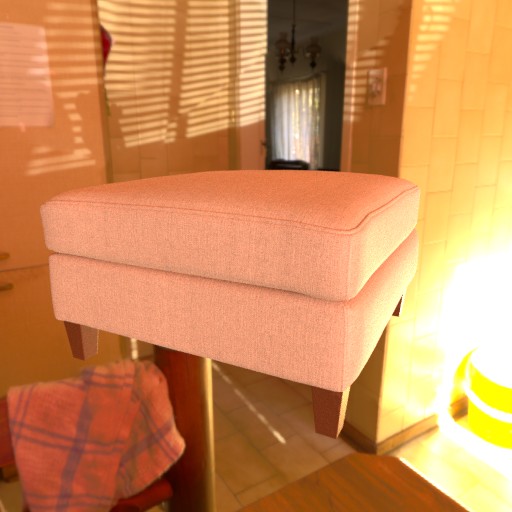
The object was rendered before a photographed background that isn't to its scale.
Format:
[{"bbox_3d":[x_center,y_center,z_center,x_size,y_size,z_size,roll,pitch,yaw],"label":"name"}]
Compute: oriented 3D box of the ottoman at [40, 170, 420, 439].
[{"bbox_3d":[0.000,0.000,1.337,0.838,0.503,0.838,8,17,26],"label":"ottoman"}]
